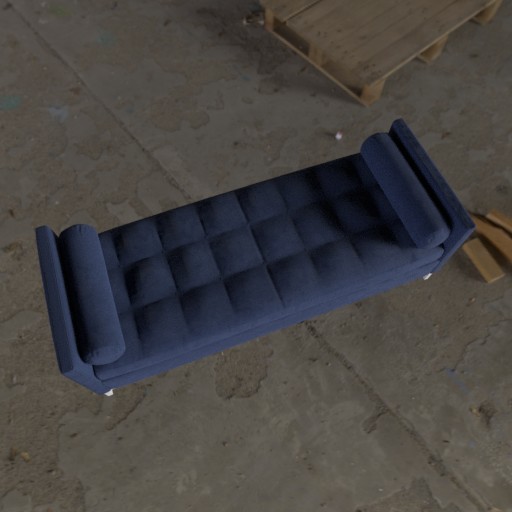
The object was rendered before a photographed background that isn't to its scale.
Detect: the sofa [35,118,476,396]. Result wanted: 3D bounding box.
[{"bbox_3d":[0.000,0.000,2.494,2.102,0.657,0.797,-19,65,-9],"label":"sofa"}]
